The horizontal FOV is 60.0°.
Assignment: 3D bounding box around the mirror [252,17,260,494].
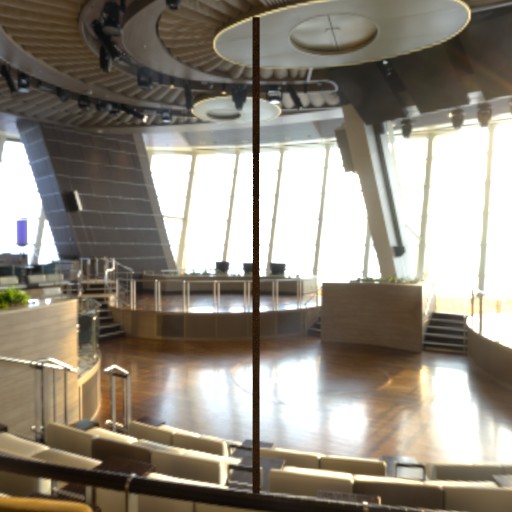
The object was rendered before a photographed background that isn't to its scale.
[{"bbox_3d":[0.000,0.000,2.295,0.032,2.031,0.812,0,1,0],"label":"mirror"}]
